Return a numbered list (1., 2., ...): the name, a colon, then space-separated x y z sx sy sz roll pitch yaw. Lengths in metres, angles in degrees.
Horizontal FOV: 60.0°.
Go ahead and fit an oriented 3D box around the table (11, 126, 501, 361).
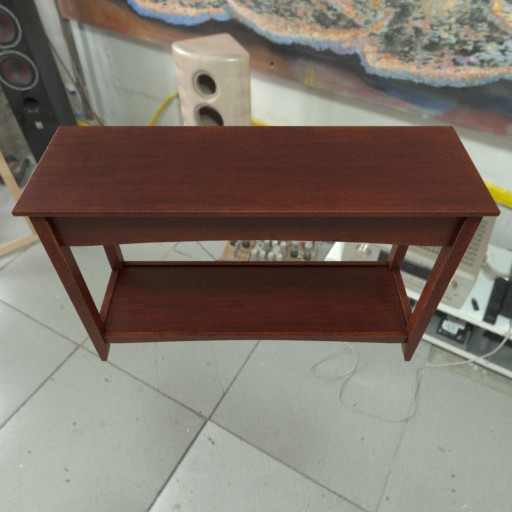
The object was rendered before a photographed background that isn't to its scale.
1. table: 0.000 0.000 1.476 1.188 0.739 0.392 0 47 0
